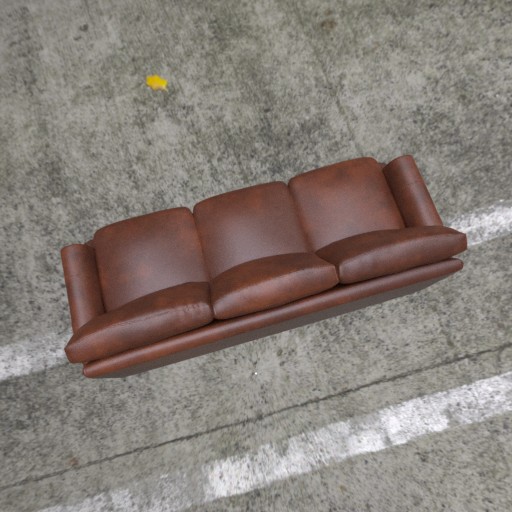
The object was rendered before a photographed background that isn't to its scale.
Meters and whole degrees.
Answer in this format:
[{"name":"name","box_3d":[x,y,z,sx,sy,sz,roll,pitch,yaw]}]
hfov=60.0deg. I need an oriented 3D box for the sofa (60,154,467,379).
[{"name":"sofa","box_3d":[0.000,0.000,2.837,2.351,0.977,0.973,-16,76,-4]}]
